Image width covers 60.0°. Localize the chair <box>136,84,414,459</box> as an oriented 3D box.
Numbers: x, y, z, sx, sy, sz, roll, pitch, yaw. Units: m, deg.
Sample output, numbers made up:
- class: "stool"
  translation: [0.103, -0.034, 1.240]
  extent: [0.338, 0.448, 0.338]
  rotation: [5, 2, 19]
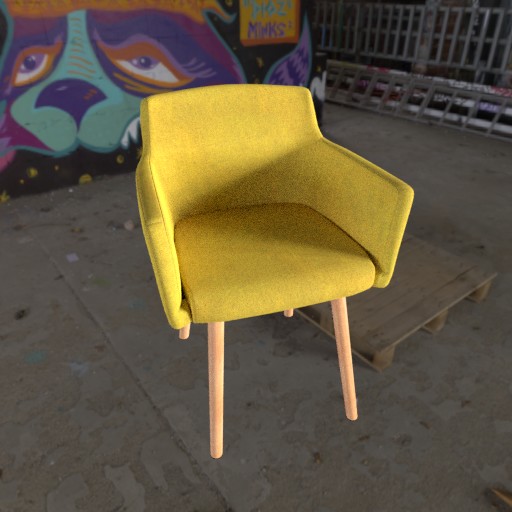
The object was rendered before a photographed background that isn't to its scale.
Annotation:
- class: "chair"
  translation: [0.000, 0.000, 1.178]
  extent: [0.570, 0.780, 0.570]
  rotation: [-9, 32, -15]
